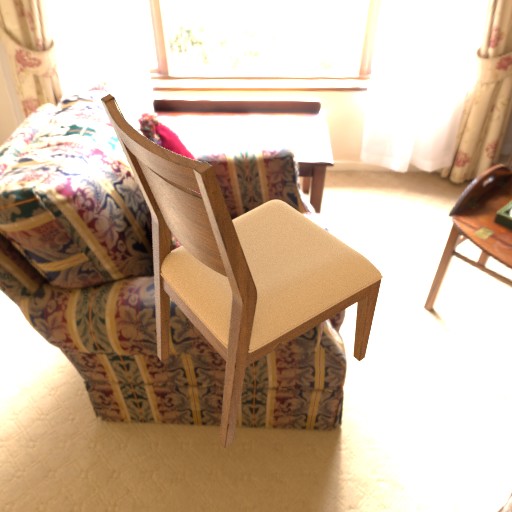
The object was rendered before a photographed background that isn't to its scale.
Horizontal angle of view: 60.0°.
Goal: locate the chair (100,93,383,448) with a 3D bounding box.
[{"bbox_3d":[0.000,0.000,1.294,0.610,0.939,0.497,-26,47,-28],"label":"chair"}]
